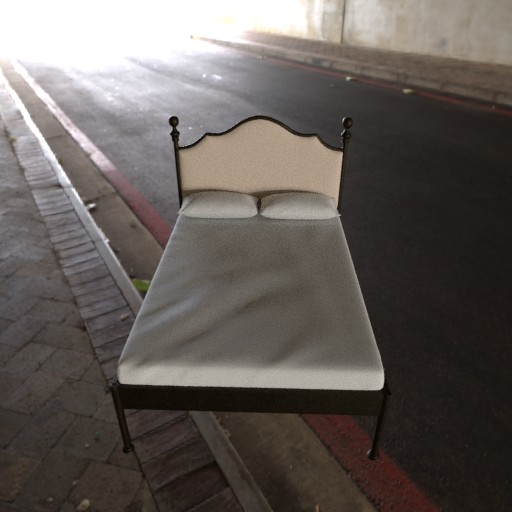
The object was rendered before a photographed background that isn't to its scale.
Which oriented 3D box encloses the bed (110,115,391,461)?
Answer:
[{"bbox_3d":[0.000,0.000,3.143,1.533,1.462,2.170,1,31,2],"label":"bed"}]
